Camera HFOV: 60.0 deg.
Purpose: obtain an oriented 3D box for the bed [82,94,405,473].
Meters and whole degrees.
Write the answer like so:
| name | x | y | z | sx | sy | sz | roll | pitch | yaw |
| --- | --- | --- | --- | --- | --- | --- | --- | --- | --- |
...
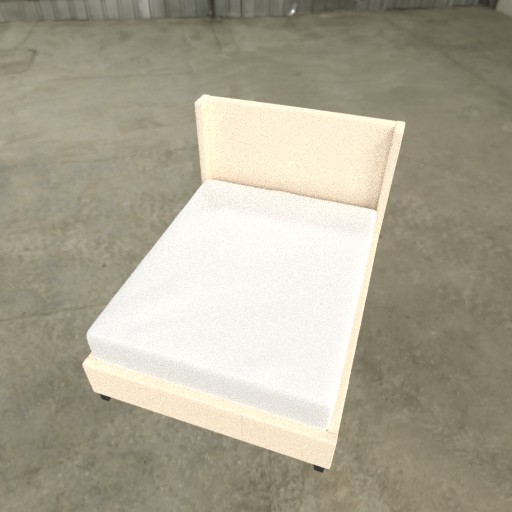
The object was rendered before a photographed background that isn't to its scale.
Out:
| name | x | y | z | sx | sy | sz | roll | pitch | yaw |
| --- | --- | --- | --- | --- | --- | --- | --- | --- | --- |
| bed | 0.000 | 0.000 | 3.438 | 1.765 | 1.471 | 2.280 | 13 | 43 | 14 |
